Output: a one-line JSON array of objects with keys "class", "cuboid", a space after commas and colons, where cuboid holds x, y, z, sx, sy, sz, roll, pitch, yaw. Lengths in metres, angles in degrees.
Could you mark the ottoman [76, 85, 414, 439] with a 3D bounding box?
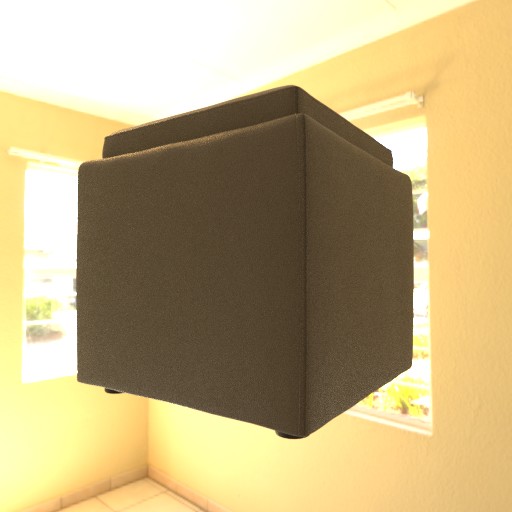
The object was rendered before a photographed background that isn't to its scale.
[{"class": "ottoman", "cuboid": [0.000, 0.000, 0.800, 0.451, 0.460, 0.450, -1, -2, 35]}]
